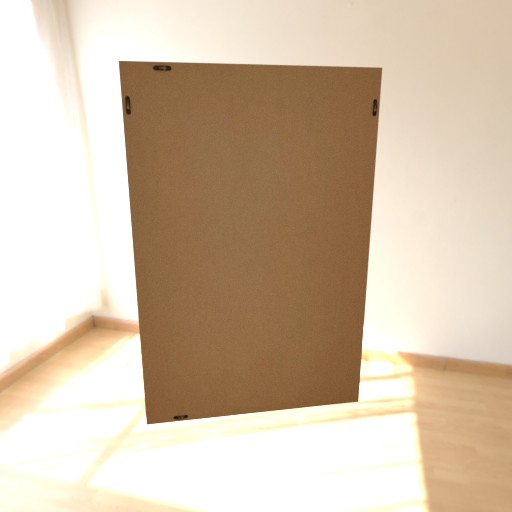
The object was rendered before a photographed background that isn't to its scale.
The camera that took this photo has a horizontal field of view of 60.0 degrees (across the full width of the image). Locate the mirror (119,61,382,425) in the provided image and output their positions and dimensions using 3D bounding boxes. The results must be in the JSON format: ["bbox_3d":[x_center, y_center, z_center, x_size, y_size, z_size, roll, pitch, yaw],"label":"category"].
[{"bbox_3d":[0.000,0.000,1.147,0.609,0.915,0.040,-3,16,-10],"label":"mirror"}]
